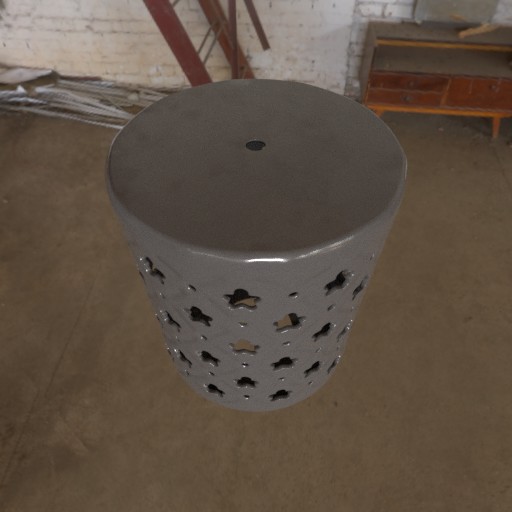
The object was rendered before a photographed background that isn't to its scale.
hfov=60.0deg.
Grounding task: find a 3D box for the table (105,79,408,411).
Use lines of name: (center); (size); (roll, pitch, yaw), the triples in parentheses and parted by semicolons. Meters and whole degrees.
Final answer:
table: (0.000, 0.000, 0.658); (0.352, 0.387, 0.352); (0, 48, 0)
